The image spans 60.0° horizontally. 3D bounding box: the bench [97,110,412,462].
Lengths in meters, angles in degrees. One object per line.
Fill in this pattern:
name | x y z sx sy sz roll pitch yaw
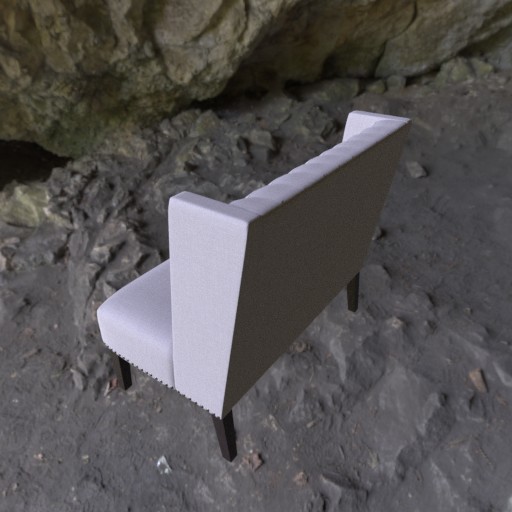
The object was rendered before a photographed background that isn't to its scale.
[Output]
bench | 0.000 0.000 2.060 0.847 1.123 1.280 20 37 30
